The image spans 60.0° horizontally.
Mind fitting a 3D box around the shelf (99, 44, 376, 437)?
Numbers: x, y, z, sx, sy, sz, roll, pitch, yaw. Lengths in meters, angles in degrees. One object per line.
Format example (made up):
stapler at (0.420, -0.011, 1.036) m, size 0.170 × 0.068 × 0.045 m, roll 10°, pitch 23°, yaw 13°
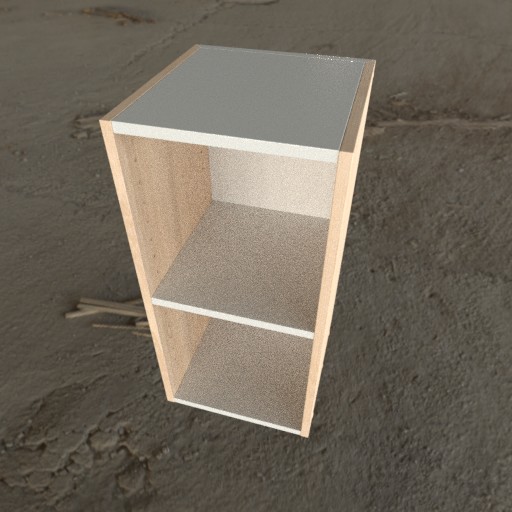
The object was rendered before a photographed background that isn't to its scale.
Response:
shelf at (0.000, 0.000, 0.777) m, size 0.290 × 0.594 × 0.297 m, roll 11°, pitch 42°, yaw 12°
